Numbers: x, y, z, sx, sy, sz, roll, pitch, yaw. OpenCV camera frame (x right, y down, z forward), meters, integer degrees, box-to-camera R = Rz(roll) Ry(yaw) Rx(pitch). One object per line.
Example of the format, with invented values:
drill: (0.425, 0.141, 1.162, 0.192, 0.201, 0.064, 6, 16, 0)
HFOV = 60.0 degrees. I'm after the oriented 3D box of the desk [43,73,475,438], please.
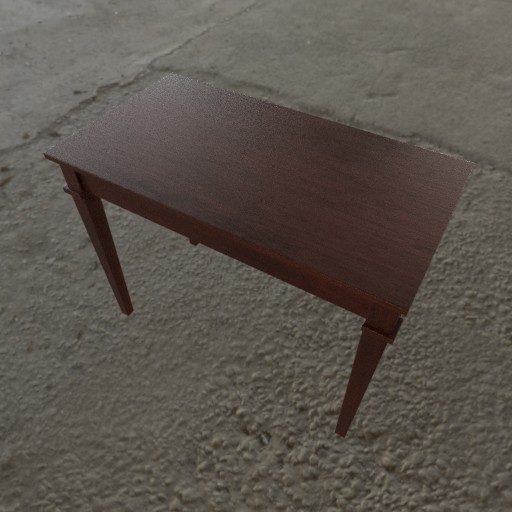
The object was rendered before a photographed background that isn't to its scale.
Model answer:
desk: (0.000, 0.000, 1.448, 1.001, 0.762, 0.549, 24, 52, 21)
